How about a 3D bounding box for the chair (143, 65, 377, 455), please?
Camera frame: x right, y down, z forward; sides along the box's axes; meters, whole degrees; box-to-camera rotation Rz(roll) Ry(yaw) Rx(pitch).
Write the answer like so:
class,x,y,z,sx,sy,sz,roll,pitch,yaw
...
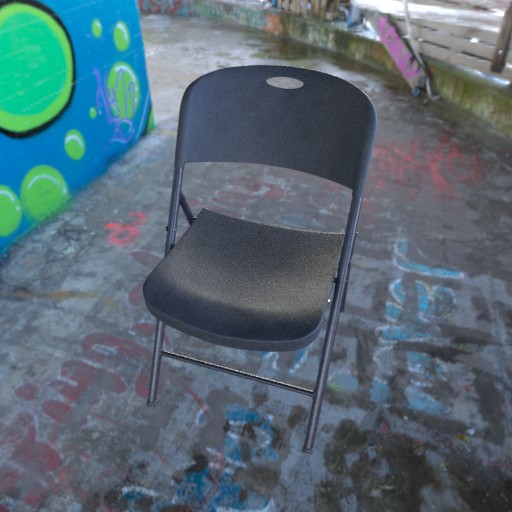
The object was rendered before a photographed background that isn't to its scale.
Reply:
class,x,y,z,sx,sy,sz,roll,pitch,yaw
chair,0.000,0.000,1.173,0.494,0.810,0.567,12,41,13
